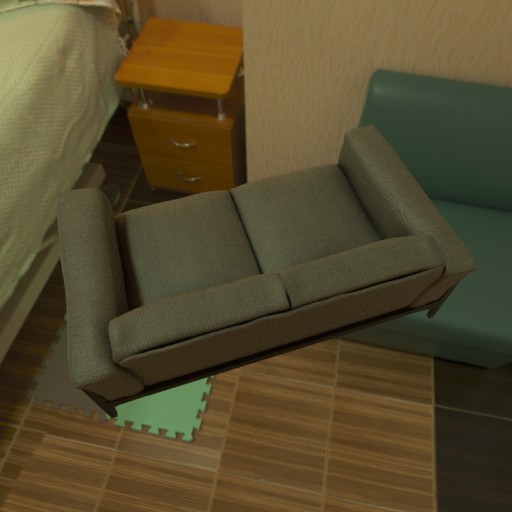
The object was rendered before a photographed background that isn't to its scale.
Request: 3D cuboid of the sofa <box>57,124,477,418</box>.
[{"bbox_3d":[0.000,0.000,2.141,1.690,0.656,0.960,-15,57,-10],"label":"sofa"}]
